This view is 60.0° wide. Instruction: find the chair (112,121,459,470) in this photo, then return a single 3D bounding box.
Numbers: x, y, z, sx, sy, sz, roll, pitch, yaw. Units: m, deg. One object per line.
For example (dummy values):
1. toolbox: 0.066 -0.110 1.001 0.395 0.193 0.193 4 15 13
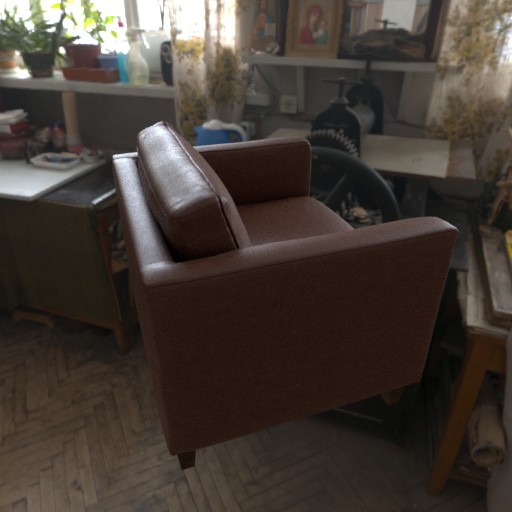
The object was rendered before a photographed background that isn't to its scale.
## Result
1. chair: 0.000 0.000 1.753 0.959 0.917 1.107 -10 32 -17
